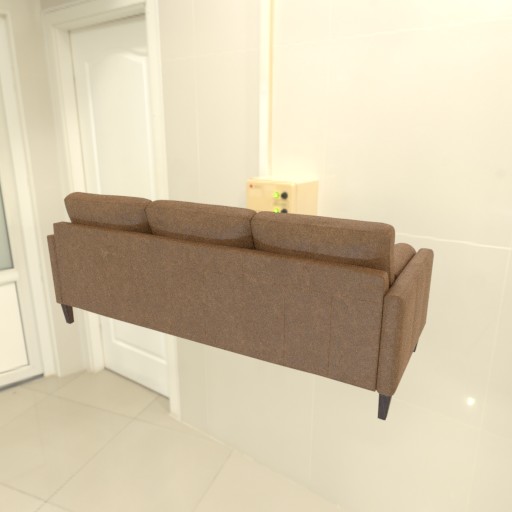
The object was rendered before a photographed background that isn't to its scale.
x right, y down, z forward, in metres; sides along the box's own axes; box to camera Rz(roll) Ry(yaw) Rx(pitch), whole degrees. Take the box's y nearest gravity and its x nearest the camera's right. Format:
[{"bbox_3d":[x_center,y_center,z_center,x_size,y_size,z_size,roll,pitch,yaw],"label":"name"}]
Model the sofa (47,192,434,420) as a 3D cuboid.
[{"bbox_3d":[0.000,0.000,2.931,2.178,0.876,1.506,9,18,28],"label":"sofa"}]
